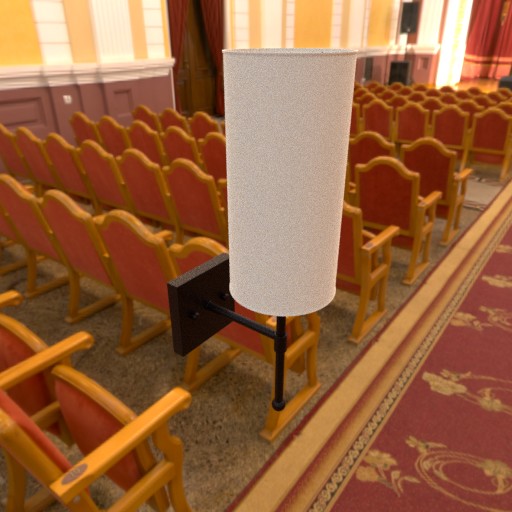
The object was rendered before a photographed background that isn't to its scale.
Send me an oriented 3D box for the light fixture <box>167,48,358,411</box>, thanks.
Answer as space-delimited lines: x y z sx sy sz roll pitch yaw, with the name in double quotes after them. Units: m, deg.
0.000 0.000 0.546 0.208 0.462 0.128 19 32 33 "light fixture"
